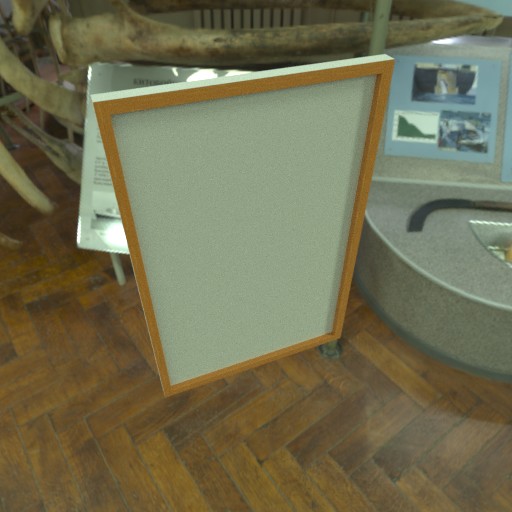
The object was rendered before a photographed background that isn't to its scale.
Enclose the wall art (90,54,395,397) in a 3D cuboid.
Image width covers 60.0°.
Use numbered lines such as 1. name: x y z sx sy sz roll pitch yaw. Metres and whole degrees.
1. wall art: 0.000 0.000 0.761 0.405 0.608 0.025 -15 43 -16
